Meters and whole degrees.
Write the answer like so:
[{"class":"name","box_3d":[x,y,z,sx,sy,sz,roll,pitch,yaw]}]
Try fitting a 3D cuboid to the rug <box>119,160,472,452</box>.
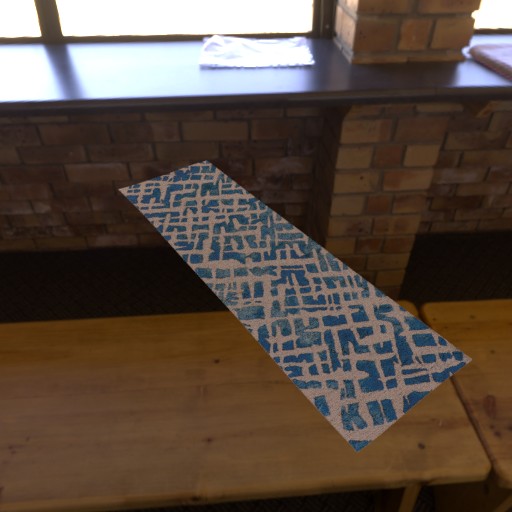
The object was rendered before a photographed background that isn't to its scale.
[{"class":"rug","box_3d":[0.000,0.000,2.692,0.768,0.011,2.446,-25,46,-27]}]
